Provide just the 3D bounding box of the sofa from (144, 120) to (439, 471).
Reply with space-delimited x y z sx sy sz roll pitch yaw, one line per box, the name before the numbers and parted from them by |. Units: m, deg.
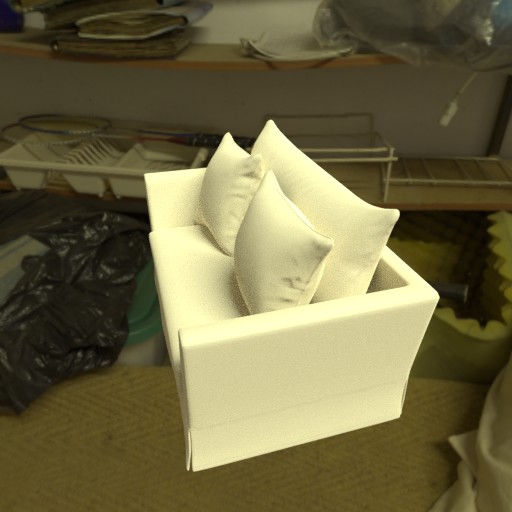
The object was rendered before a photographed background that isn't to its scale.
sofa | 0.000 0.000 2.287 1.026 1.039 1.608 -9 32 -14
